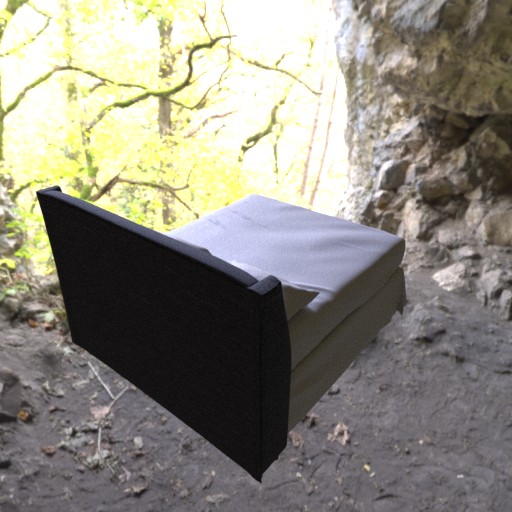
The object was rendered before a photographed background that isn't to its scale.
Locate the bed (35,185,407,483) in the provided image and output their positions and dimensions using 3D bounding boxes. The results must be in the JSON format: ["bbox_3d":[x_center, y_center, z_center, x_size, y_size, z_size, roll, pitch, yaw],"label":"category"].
[{"bbox_3d":[0.000,0.000,3.443,1.925,1.332,2.276,22,36,33],"label":"bed"}]
